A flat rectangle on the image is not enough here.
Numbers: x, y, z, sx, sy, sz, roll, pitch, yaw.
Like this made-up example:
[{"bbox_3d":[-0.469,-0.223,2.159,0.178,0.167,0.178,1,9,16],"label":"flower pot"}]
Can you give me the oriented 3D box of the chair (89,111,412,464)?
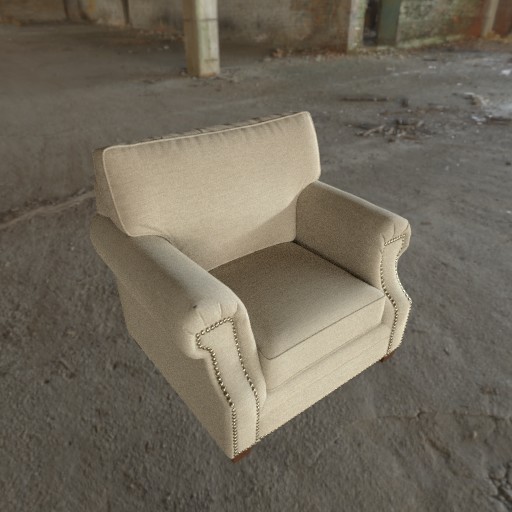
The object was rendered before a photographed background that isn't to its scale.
[{"bbox_3d":[0.000,0.000,1.837,1.092,0.961,0.965,-22,37,-32],"label":"chair"}]
